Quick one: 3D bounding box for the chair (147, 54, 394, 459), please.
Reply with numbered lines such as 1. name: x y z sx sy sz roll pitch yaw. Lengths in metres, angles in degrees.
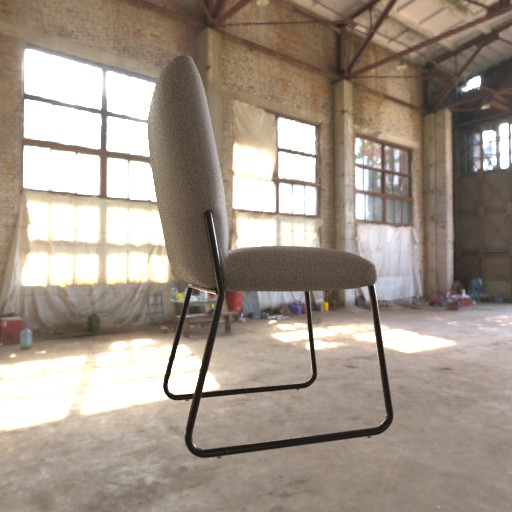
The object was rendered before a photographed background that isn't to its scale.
1. chair: 0.000 0.000 1.189 0.560 0.864 0.448 0 -1 -18
